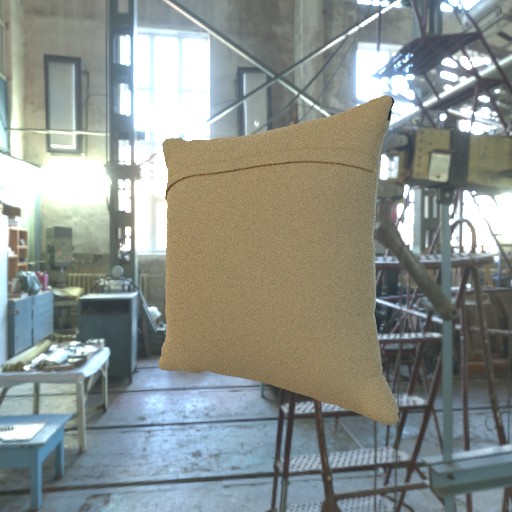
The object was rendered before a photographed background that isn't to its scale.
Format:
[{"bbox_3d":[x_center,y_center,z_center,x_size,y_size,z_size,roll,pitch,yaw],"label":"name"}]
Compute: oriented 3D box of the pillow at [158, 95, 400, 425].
[{"bbox_3d":[0.000,0.000,0.820,0.536,0.506,0.229,1,1,37],"label":"pillow"}]
